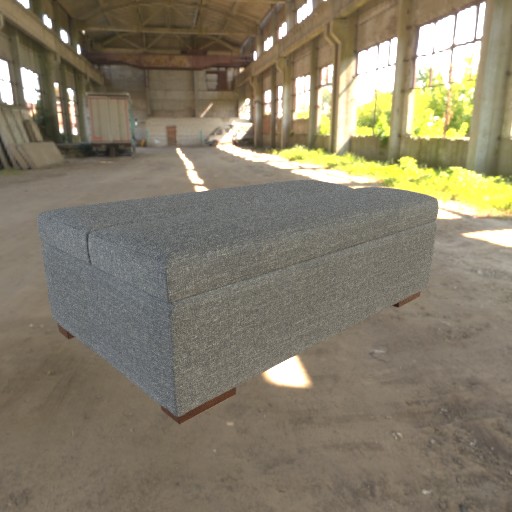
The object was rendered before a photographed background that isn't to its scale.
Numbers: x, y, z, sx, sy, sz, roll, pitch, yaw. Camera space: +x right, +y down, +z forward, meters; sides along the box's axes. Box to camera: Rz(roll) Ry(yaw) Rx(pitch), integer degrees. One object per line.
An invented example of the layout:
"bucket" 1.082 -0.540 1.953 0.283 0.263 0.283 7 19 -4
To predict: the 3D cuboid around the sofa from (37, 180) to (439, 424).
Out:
"sofa" 0.000 0.000 1.574 1.198 0.417 0.782 -15 22 -42
